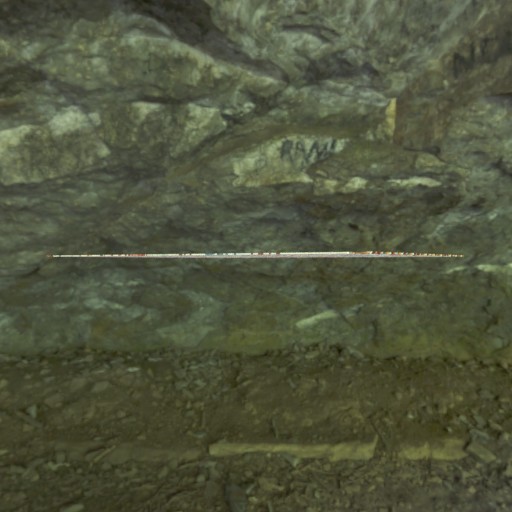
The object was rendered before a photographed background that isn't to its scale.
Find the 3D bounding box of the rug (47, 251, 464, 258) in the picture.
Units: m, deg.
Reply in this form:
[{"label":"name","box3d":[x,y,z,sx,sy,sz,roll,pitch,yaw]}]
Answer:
[{"label":"rug","box3d":[0.000,0.000,4.335,3.274,0.015,2.439,0,-1,36]}]
